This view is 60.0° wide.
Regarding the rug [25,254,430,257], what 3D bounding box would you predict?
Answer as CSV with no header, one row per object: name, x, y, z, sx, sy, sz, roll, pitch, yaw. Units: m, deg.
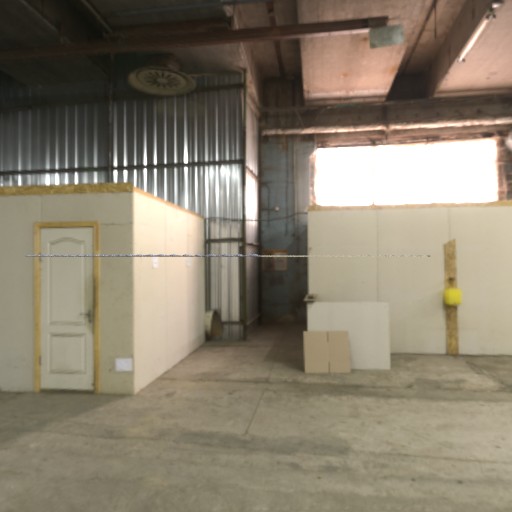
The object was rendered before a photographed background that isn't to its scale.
rug,0.000,0.000,4.438,2.471,0.016,3.416,0,0,37
